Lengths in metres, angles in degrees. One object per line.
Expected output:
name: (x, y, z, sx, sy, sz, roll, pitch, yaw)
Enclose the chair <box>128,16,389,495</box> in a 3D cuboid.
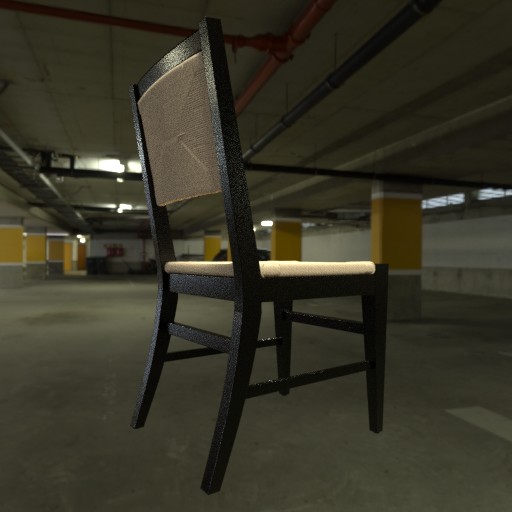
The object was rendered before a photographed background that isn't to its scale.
chair: (0.000, 0.000, 1.179, 0.552, 0.927, 0.437, 0, 0, -35)
